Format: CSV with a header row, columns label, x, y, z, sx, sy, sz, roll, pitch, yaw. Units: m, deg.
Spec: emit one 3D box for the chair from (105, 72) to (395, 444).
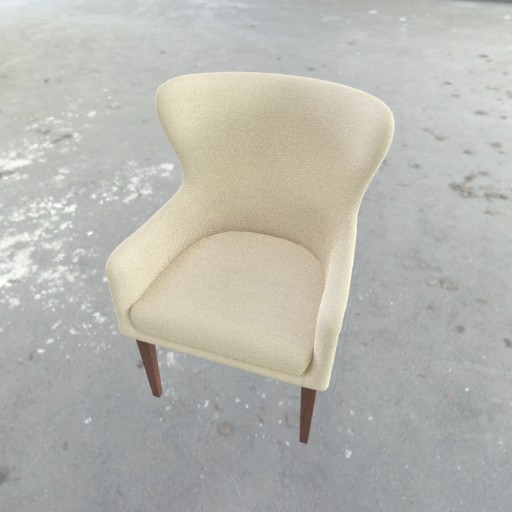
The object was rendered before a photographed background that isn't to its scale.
label,x,y,z,sx,sy,sz,roll,pitch,yaw
chair,0.000,0.000,1.476,0.696,0.990,0.744,12,44,13
